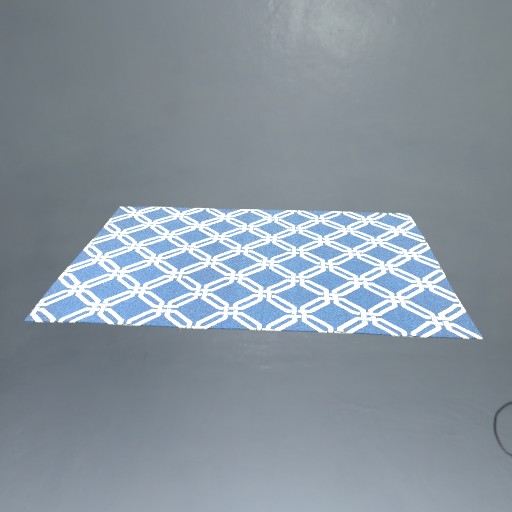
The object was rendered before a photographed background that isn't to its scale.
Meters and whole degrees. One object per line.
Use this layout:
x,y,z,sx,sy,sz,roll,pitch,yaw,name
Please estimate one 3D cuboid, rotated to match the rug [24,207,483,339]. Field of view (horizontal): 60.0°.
0.000,0.000,2.173,1.755,0.010,1.153,2,29,3,rug
